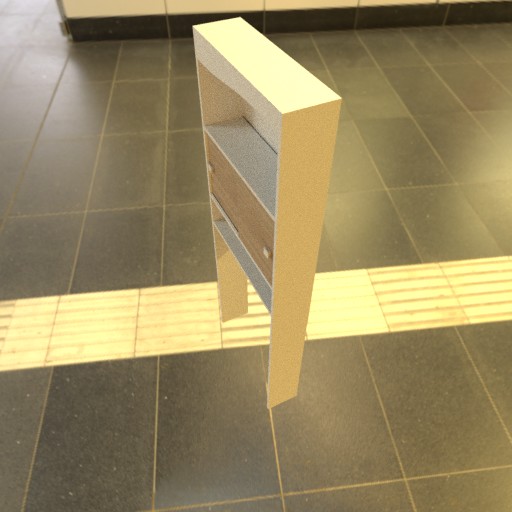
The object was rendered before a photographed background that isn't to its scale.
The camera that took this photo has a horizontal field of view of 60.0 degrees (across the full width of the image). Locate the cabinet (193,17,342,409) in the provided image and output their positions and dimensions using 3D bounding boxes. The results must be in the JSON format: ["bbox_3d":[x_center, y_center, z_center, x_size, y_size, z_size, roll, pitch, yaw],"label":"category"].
[{"bbox_3d":[0.000,0.000,1.992,0.192,1.770,0.643,-20,51,-17],"label":"cabinet"}]
